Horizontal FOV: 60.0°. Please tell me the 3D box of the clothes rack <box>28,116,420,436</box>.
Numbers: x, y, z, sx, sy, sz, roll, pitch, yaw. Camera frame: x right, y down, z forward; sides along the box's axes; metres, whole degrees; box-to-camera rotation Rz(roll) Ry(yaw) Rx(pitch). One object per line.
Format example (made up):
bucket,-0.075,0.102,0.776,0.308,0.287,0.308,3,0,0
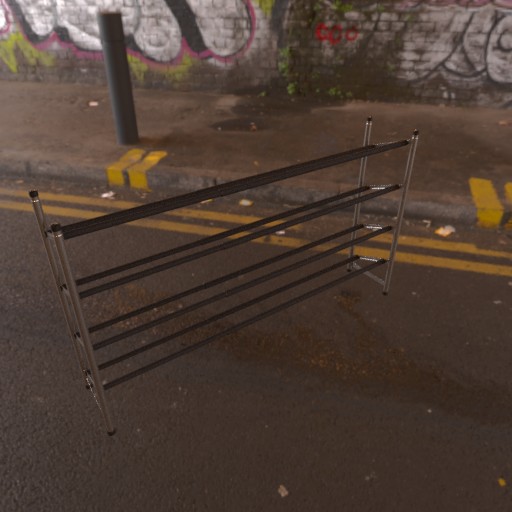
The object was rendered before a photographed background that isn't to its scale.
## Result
clothes rack,0.000,0.000,1.432,1.168,0.672,0.229,-20,37,-29
